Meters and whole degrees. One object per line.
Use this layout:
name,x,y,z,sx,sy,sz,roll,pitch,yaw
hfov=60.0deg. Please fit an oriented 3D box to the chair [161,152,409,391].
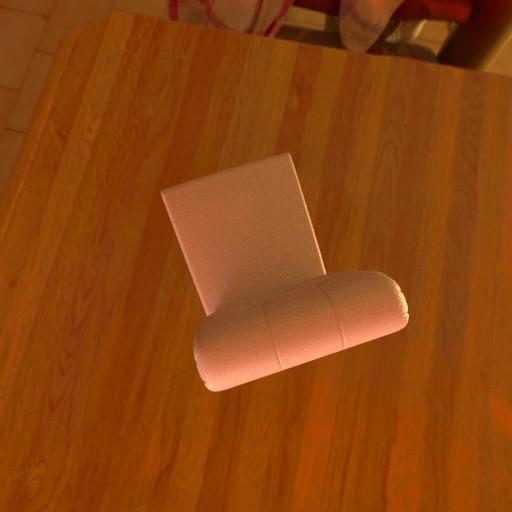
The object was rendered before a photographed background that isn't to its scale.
chair,0.000,0.000,1.344,0.456,1.006,0.671,-18,76,-5
